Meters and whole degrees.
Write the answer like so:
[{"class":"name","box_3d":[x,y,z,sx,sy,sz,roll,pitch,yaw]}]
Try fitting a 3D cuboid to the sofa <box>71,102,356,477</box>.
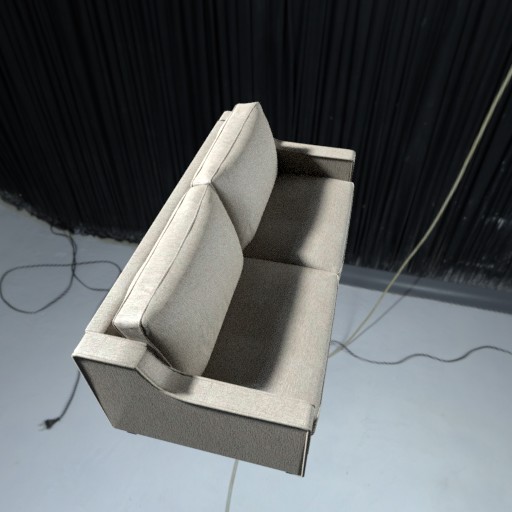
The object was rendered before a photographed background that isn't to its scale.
[{"class":"sofa","box_3d":[0.000,0.000,2.753,1.073,1.074,2.181,10,46,10]}]
